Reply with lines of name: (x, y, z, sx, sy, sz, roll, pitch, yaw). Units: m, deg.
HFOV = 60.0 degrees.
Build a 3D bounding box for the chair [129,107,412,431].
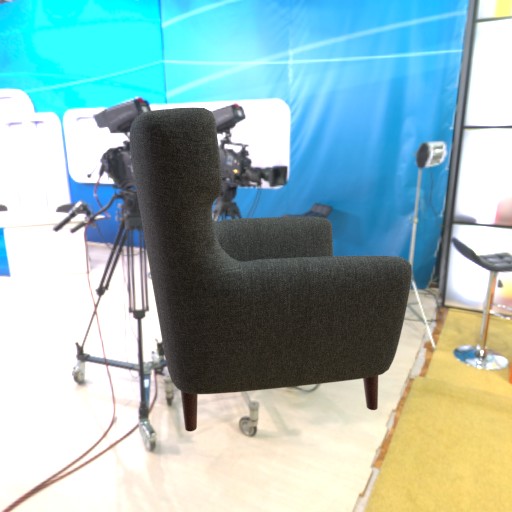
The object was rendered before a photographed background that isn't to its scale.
chair: (0.000, 0.000, 1.752, 0.904, 1.063, 0.878, -3, 15, -10)
